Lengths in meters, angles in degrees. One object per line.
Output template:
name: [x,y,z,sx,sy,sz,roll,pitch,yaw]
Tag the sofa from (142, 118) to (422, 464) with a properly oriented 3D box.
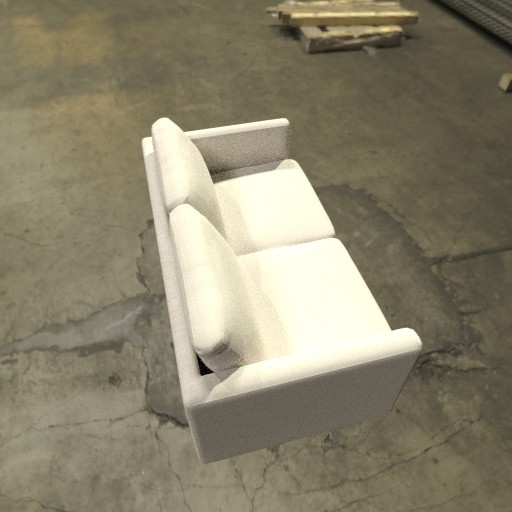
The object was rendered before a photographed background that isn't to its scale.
sofa: [0.000,0.000,2.292,0.940,0.893,1.713,-11,48,-10]
